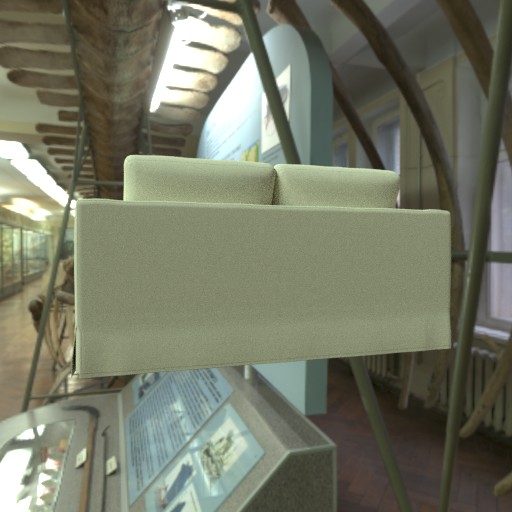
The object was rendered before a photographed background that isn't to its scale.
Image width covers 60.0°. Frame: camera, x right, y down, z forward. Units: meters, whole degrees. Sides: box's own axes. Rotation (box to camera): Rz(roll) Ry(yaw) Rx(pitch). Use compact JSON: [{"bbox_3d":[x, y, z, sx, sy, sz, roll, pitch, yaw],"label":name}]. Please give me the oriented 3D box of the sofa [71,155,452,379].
[{"bbox_3d":[0.000,0.000,2.452,1.813,0.932,1.009,0,1,-17],"label":"sofa"}]
